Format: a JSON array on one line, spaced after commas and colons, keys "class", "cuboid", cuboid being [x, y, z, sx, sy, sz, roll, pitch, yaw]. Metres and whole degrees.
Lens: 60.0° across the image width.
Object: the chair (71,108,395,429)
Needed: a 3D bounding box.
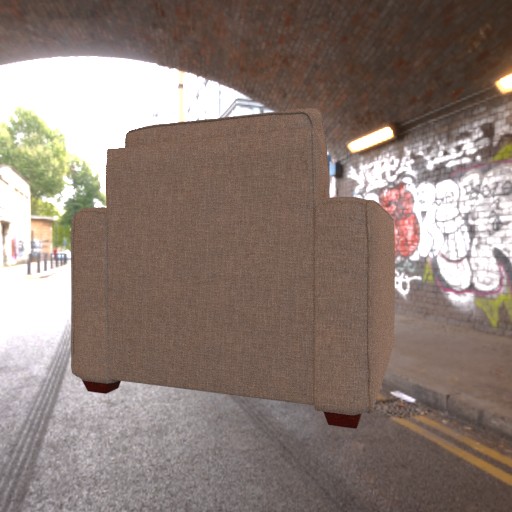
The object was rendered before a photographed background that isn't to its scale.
[{"class": "chair", "cuboid": [0.000, 0.000, 1.738, 1.016, 0.914, 0.940, 0, 1, 20]}]
